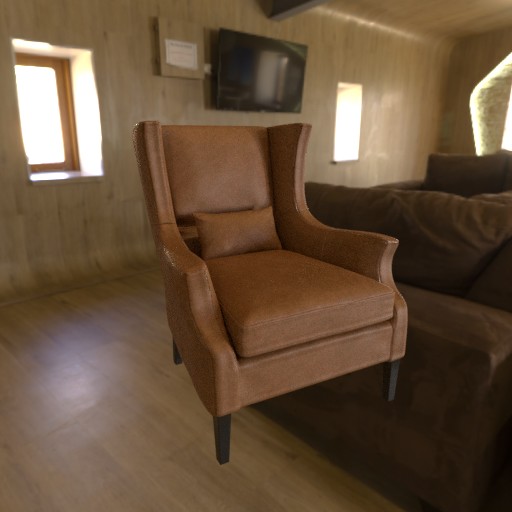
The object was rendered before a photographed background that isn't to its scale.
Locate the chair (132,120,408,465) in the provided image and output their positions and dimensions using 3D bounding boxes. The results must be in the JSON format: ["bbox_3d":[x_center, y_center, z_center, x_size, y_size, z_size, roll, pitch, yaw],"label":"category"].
[{"bbox_3d":[0.000,0.000,1.739,0.852,1.016,0.925,-8,17,-28],"label":"chair"}]
